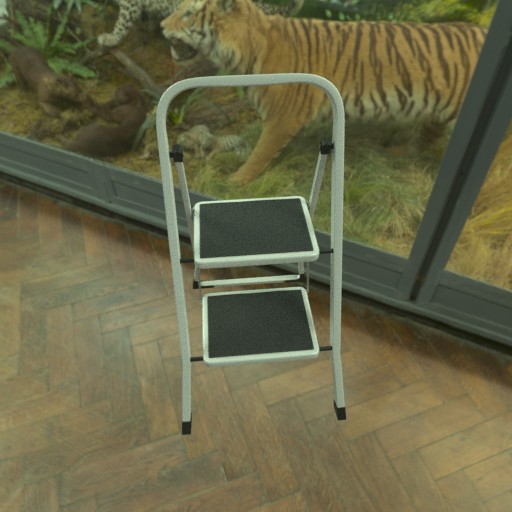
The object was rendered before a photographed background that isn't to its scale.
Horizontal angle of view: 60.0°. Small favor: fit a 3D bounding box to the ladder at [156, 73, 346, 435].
[{"bbox_3d":[0.000,0.000,1.134,0.460,0.810,0.544,-4,46,-4],"label":"ladder"}]
